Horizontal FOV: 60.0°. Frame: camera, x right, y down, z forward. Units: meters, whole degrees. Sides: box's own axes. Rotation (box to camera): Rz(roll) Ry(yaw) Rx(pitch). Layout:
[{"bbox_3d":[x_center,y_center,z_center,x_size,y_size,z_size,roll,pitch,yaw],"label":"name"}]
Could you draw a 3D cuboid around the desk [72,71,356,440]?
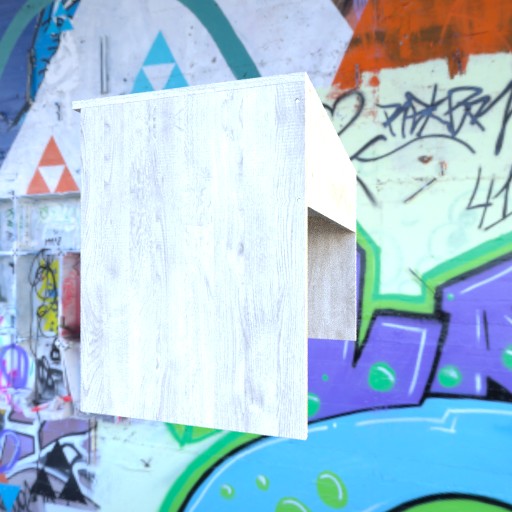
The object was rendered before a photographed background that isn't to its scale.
[{"bbox_3d":[0.000,0.000,1.485,0.560,0.730,1.100,0,0,18],"label":"desk"}]
